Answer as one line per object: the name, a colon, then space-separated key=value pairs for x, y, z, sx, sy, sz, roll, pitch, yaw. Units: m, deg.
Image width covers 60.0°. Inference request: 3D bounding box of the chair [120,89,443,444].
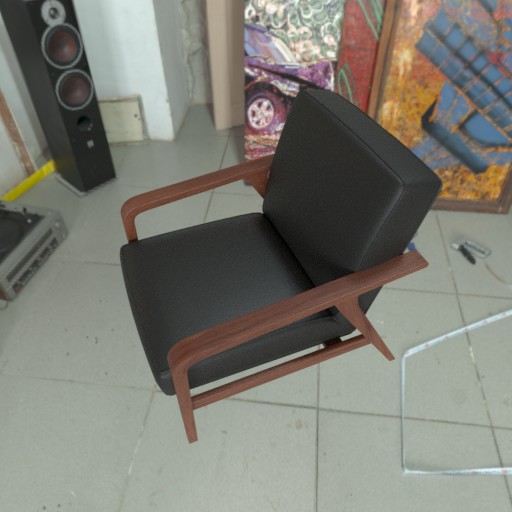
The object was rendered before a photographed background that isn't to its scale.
chair: x=0.000 y=0.000 z=1.520 sx=0.889 sy=0.861 sz=0.719 roll=-17 pitch=48 yaw=-16
